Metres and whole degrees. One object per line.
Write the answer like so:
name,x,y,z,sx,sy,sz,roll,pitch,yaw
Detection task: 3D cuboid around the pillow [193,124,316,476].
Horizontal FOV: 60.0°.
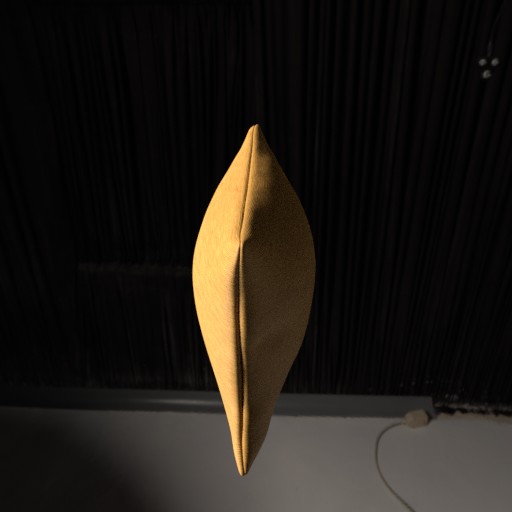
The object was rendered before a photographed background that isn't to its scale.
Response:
pillow,0.000,0.000,0.804,0.210,0.354,0.634,1,28,1
